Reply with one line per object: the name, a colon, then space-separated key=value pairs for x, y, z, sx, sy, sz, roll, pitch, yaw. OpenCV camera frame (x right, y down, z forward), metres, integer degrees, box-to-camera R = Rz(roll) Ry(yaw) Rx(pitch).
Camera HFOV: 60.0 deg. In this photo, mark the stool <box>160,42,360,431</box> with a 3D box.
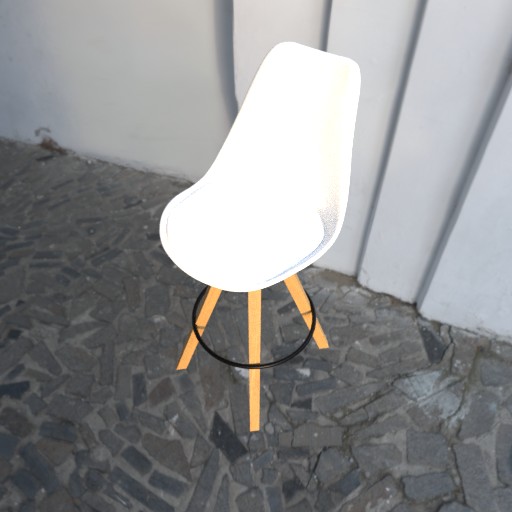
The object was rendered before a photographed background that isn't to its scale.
stool: x=0.000 y=0.000 z=1.400 sx=0.482 sy=1.115 sz=0.549 roll=31 pitch=53 yaw=27
